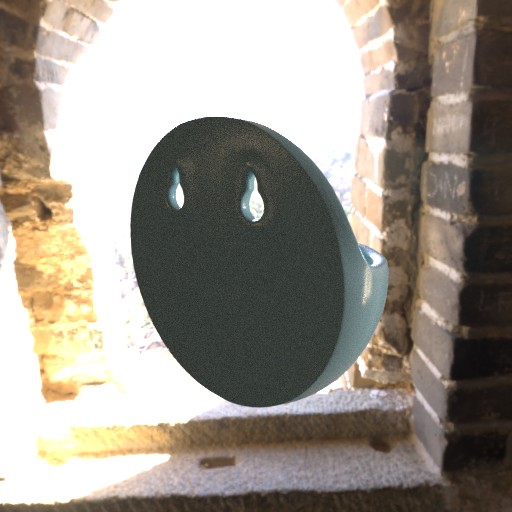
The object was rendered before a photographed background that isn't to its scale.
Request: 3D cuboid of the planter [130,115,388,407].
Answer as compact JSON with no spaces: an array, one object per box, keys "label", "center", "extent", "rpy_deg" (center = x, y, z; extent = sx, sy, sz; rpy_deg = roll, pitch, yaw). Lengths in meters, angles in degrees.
[{"label":"planter","center":[0.000,0.000,0.276],"extent":[0.189,0.164,0.073],"rpy_deg":[13,19,43]}]
